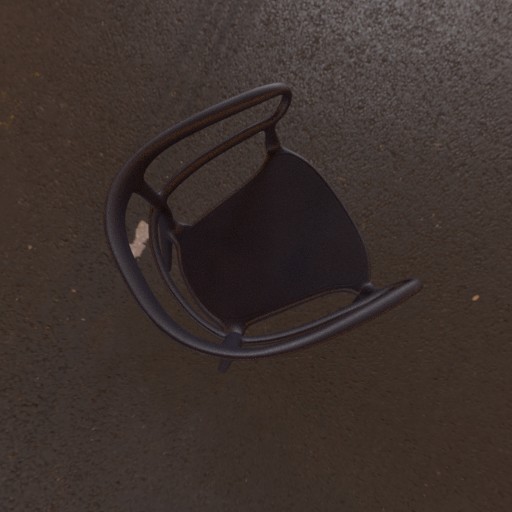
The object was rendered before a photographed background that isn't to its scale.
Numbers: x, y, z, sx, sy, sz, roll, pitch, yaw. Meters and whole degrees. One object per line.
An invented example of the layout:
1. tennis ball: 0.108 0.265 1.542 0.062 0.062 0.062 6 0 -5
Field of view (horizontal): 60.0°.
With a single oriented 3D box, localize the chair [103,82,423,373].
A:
1. chair: 0.000 0.000 1.151 0.527 0.761 0.559 -29 78 -7
